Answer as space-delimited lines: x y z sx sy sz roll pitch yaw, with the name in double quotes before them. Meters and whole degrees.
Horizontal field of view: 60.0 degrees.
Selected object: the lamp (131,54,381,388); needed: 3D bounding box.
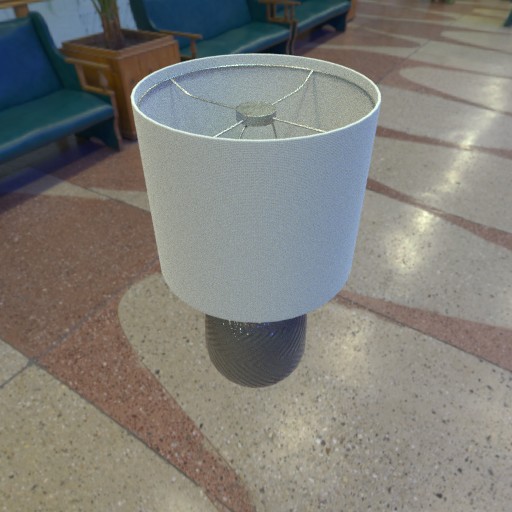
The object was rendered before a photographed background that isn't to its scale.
"lamp" 0.000 0.000 0.489 0.207 0.366 0.207 24 45 26
